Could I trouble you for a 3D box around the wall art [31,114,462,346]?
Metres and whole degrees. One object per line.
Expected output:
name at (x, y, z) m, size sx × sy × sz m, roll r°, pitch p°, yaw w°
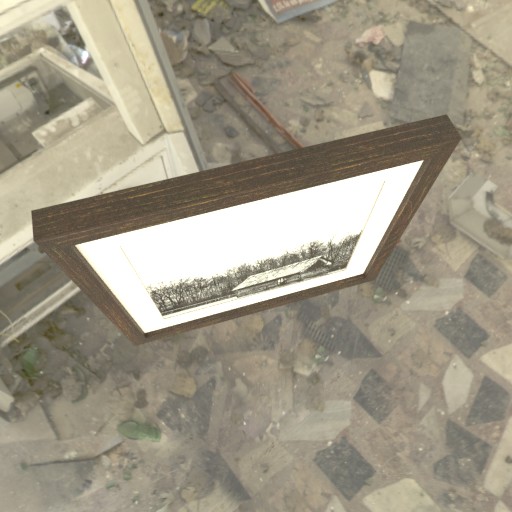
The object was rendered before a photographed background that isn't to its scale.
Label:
wall art at (0.000, 0.000, 0.534) m, size 0.381 × 0.330 × 0.031 m, roll -15°, pitch 65°, yaw -7°
